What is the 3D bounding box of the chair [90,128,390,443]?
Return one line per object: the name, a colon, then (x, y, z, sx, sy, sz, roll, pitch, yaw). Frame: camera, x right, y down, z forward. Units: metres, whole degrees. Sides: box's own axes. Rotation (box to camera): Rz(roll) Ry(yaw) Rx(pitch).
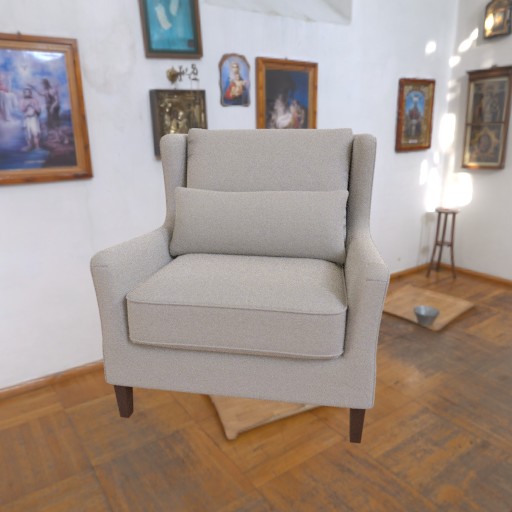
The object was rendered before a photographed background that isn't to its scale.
chair: (0.000, 0.000, 1.880, 0.982, 1.056, 1.040, 3, 15, 9)
